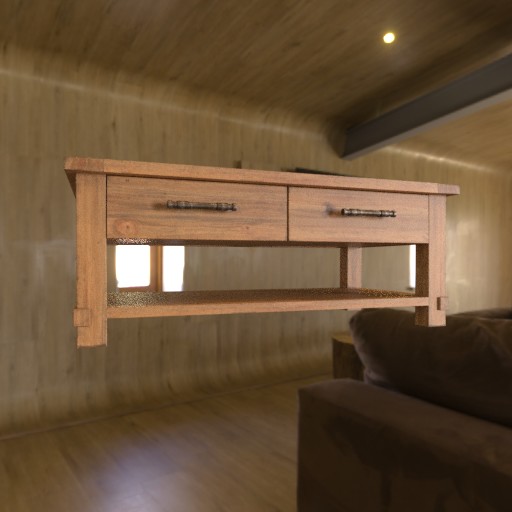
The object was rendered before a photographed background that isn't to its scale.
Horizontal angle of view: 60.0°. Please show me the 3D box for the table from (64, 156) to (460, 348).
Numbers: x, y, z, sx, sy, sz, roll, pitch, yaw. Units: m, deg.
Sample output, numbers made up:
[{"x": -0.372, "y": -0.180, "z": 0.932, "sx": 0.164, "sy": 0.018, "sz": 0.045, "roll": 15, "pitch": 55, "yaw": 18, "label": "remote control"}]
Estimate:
[{"x": 0.000, "y": 0.000, "z": 1.647, "sx": 1.270, "sy": 0.494, "sz": 0.693, "roll": 0, "pitch": -1, "yaw": -19, "label": "table"}]
